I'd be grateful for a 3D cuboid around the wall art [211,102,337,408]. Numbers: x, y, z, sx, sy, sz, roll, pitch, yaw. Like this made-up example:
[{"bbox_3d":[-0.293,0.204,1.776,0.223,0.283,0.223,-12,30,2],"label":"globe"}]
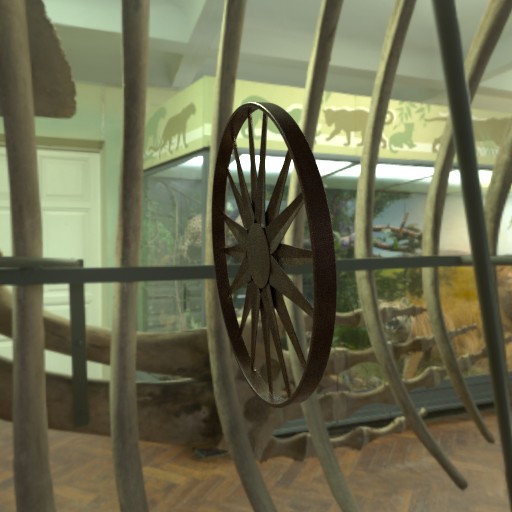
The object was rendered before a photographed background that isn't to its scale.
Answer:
[{"bbox_3d":[0.000,0.000,0.888,0.084,0.583,0.582,0,1,-19],"label":"wall art"}]
